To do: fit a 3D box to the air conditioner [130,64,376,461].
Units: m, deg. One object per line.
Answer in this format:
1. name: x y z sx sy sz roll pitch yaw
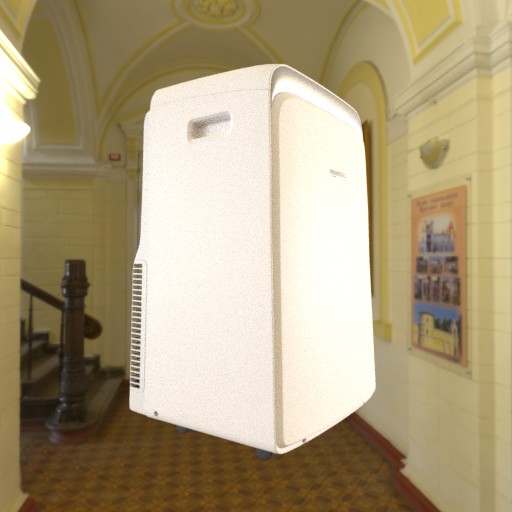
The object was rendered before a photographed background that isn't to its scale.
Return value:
1. air conditioner: 0.000 0.000 1.070 0.467 0.765 0.478 0 -1 36
